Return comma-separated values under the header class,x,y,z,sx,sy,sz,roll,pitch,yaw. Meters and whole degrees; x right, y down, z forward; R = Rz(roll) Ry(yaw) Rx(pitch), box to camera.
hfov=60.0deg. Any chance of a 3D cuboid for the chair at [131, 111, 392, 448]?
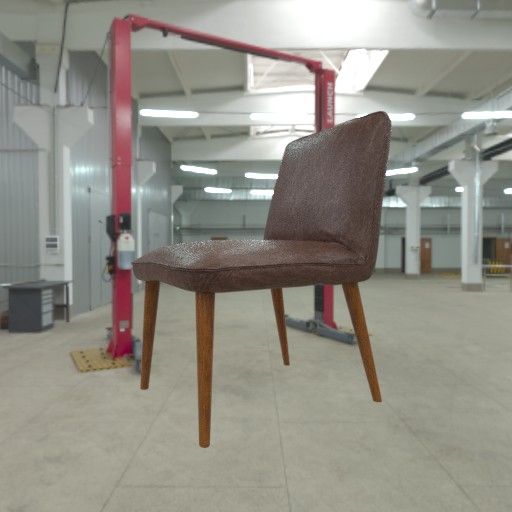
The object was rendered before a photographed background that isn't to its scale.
class,x,y,z,sx,sy,sz,roll,pitch,yaw
chair,0.000,0.000,1.271,0.645,0.803,0.543,-1,1,-35
